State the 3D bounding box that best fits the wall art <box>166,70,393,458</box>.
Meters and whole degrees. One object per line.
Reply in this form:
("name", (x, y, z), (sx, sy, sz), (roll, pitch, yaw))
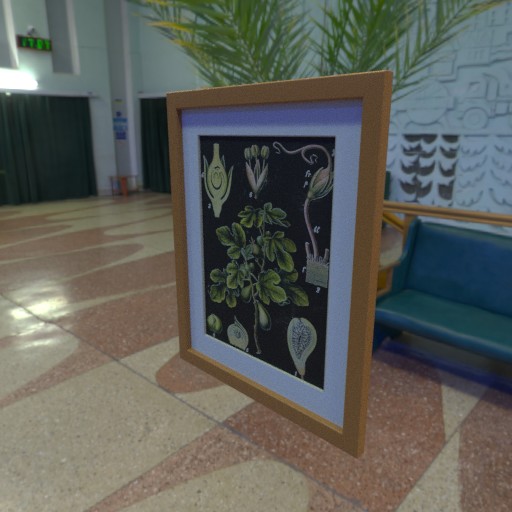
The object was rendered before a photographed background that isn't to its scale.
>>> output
("wall art", (0.000, 0.000, 0.762), (0.452, 0.553, 0.022), (15, 21, 42))
